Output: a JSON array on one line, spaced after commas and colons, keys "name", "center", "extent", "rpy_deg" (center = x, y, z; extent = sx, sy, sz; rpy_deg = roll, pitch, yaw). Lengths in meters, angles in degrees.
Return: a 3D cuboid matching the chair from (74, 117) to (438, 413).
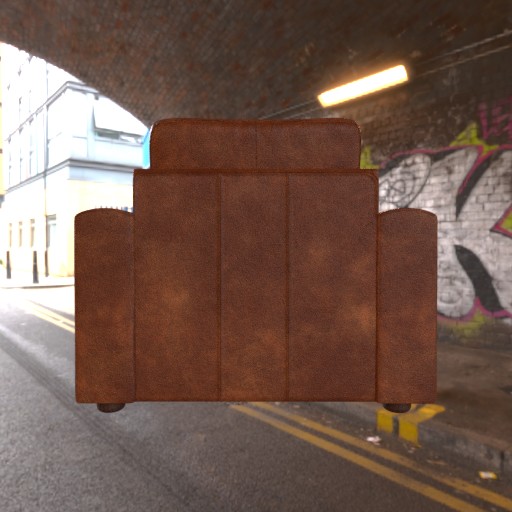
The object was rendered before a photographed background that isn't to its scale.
[{"name": "chair", "center": [0.000, 0.000, 1.714], "extent": [1.005, 0.873, 1.016], "rpy_deg": [0, 1, 0]}]
